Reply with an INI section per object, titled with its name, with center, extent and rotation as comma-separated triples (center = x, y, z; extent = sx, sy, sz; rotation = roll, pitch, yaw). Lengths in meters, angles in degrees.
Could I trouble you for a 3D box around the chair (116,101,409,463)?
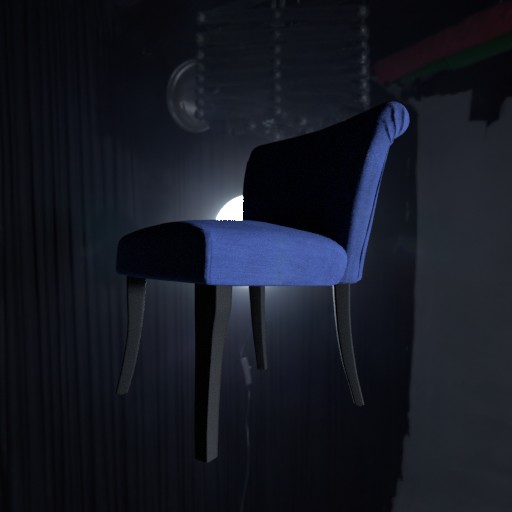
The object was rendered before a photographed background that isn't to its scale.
[chair]
center = 0.000, 0.000, 1.172
extent = 0.606, 0.753, 0.585
rotation = 0, 0, -35
